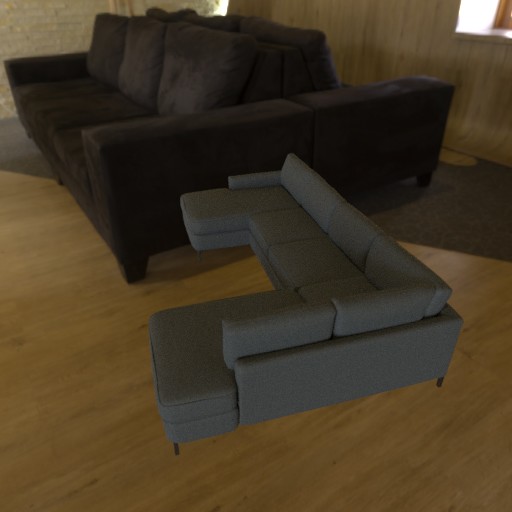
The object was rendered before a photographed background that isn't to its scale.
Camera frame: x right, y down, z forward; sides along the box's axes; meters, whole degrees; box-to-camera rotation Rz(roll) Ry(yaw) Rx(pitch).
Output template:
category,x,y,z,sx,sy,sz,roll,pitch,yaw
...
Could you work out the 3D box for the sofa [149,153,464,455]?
category,x,y,z,sx,sy,sz,roll,pitch,yaw
sofa,0.000,0.000,3.889,1.984,0.858,2.975,-9,32,-14
